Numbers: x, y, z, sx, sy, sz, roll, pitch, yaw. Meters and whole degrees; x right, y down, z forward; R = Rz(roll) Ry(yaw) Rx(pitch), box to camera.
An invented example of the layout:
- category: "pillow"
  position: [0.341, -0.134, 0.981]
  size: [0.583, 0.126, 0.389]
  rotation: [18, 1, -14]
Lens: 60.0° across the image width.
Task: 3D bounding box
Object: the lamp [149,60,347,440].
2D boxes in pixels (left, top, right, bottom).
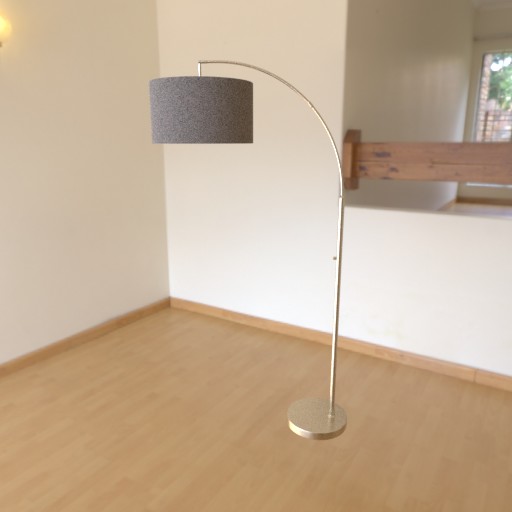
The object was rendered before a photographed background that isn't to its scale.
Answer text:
- category: "lamp"
  position: [0.000, 0.000, 2.107]
  size: [0.934, 1.735, 0.452]
  rotation: [2, 15, 7]
